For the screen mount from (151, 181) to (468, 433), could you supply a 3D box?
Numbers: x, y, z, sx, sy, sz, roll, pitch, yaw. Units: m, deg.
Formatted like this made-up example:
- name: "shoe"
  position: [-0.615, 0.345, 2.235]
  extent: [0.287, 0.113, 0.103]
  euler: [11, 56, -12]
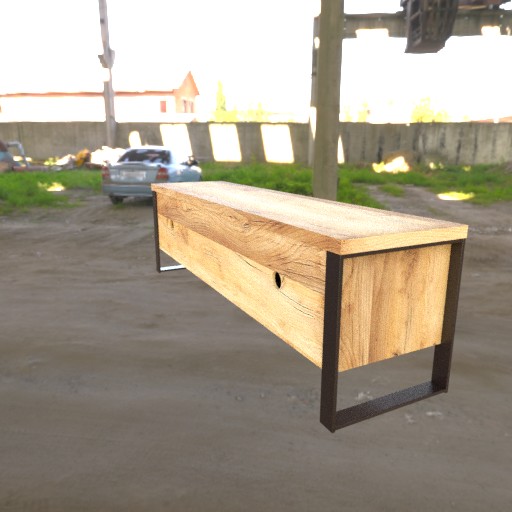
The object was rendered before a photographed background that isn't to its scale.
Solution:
- name: "screen mount"
  position: [0.000, 0.000, 1.695]
  extent: [0.395, 0.450, 1.524]
  euler: [-7, 16, -26]
